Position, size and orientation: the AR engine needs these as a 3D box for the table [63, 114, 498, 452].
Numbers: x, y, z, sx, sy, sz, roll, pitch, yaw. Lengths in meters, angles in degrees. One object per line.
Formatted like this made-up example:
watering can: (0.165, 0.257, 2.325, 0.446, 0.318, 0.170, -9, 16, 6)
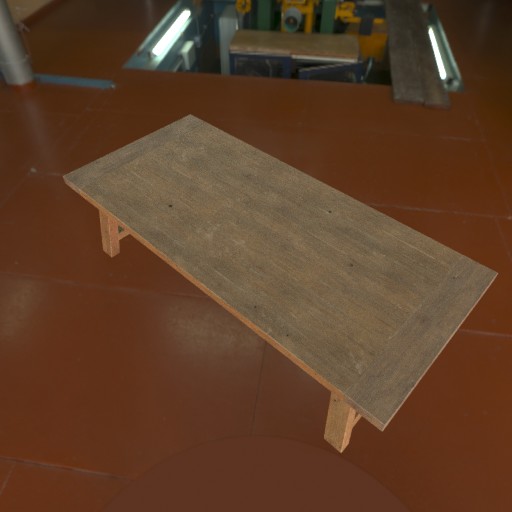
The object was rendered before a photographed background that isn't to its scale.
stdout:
table: (0.000, 0.000, 2.101, 1.800, 0.465, 0.820, 34, 55, 28)
